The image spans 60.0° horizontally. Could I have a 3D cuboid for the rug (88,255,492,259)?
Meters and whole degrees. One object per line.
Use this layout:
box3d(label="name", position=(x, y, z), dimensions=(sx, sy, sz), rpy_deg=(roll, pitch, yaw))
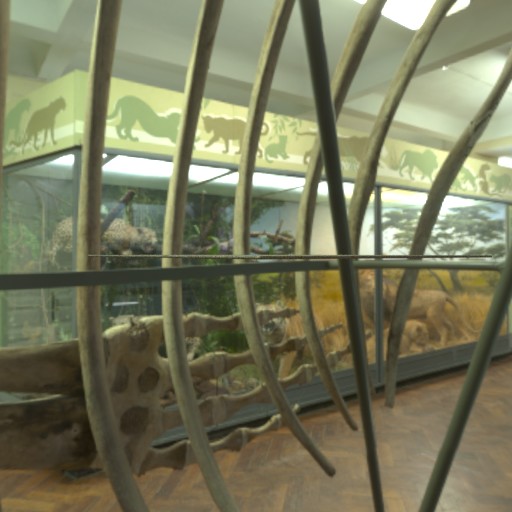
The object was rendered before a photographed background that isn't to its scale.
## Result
box3d(label="rug", position=(0.000, 0.000, 2.317), dimensions=(1.240, 0.010, 1.824), rpy_deg=(0, 0, -35))
